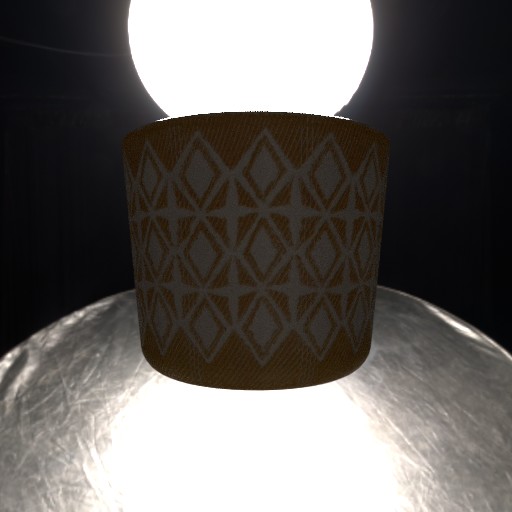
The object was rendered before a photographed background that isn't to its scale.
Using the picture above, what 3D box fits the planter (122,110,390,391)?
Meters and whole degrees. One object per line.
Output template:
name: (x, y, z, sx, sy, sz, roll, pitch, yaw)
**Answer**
planter: (0.000, 0.000, 0.219, 0.126, 0.104, 0.126, 0, 1, 0)
